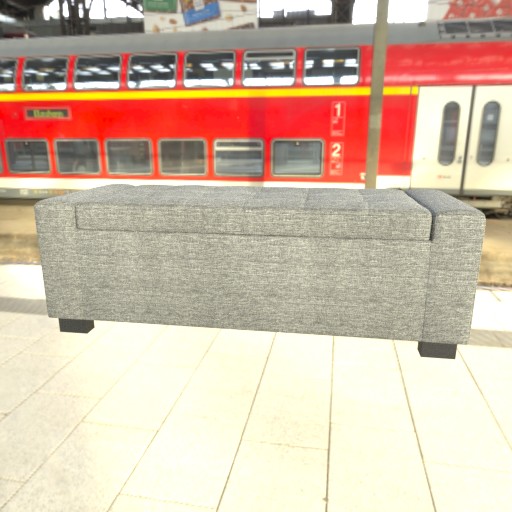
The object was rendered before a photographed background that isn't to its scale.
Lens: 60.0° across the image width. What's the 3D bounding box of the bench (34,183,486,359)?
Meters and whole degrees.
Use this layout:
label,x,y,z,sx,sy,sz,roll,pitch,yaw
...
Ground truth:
label,x,y,z,sx,sy,sz,roll,pitch,yaw
bench,0.000,0.000,1.534,1.296,0.445,0.508,2,16,8
